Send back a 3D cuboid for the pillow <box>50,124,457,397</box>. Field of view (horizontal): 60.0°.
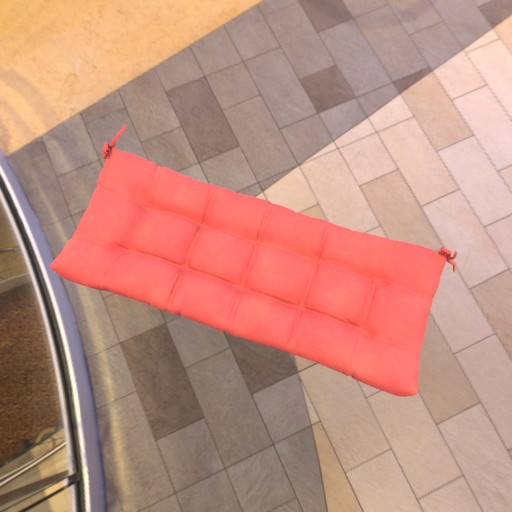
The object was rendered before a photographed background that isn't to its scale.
[{"bbox_3d":[0.000,0.000,1.357,1.194,0.174,0.511,18,75,5],"label":"pillow"}]
